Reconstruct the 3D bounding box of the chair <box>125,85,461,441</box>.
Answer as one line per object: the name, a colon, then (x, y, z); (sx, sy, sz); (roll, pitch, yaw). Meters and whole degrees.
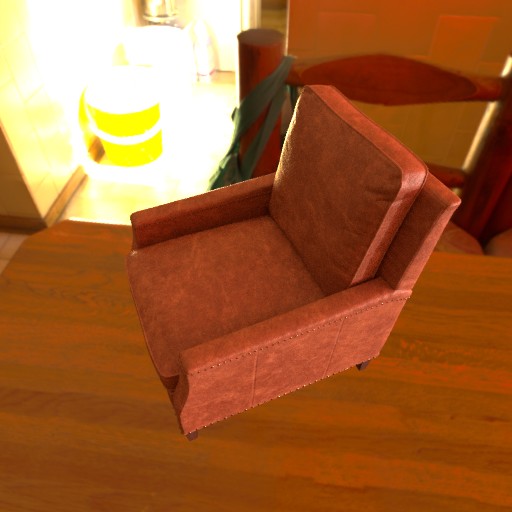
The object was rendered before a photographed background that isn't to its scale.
chair: (0.000, 0.000, 1.817); (1.035, 1.054, 0.854); (-17, 49, -16)
